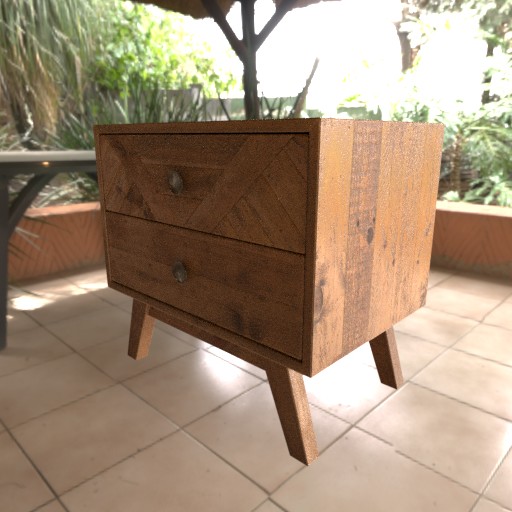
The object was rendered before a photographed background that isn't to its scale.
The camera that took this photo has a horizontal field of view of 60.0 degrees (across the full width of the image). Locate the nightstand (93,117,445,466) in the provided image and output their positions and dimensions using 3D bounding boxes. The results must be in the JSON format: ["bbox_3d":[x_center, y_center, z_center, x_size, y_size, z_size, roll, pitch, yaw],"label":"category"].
[{"bbox_3d":[0.000,0.000,1.051,0.650,0.599,0.450,14,21,42],"label":"nightstand"}]
